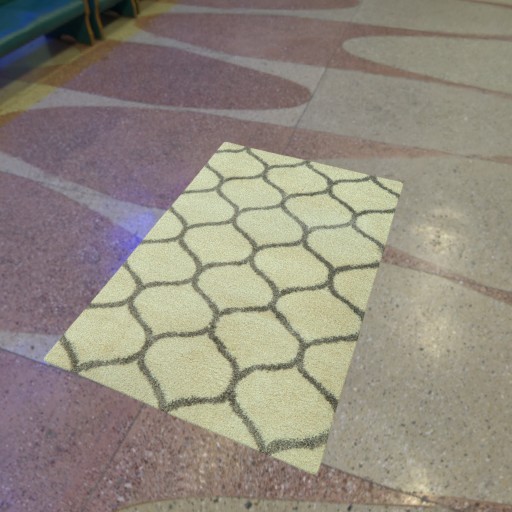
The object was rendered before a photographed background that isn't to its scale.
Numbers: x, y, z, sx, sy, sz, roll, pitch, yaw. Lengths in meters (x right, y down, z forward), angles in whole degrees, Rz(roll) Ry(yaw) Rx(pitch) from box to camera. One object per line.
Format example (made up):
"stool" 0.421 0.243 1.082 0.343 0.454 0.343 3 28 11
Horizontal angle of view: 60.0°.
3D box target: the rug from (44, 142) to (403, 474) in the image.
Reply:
"rug" 0.000 0.000 3.414 1.801 0.026 2.701 17 49 15
